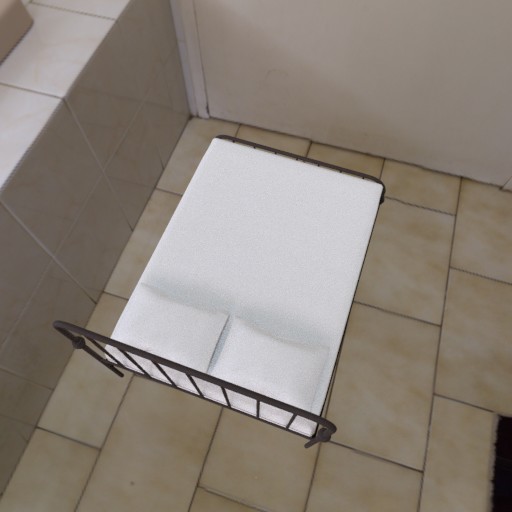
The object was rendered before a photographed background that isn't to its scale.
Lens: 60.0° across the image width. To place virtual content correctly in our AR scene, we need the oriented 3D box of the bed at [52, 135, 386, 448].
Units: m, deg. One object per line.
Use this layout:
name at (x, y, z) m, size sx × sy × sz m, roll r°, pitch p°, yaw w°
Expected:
bed at (0.000, 0.000, 3.215) m, size 1.616 × 1.446 × 2.134 m, roll 18°, pitch 65°, yaw 9°
